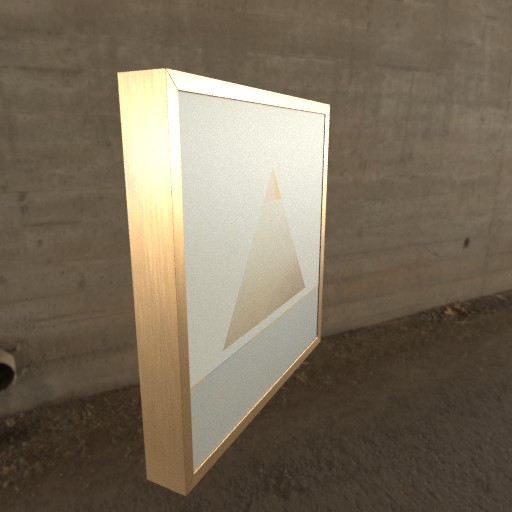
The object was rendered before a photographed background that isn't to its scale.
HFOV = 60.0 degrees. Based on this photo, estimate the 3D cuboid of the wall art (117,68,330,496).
[{"bbox_3d":[0.000,0.000,0.438,0.038,0.303,0.305,7,16,26],"label":"wall art"}]
